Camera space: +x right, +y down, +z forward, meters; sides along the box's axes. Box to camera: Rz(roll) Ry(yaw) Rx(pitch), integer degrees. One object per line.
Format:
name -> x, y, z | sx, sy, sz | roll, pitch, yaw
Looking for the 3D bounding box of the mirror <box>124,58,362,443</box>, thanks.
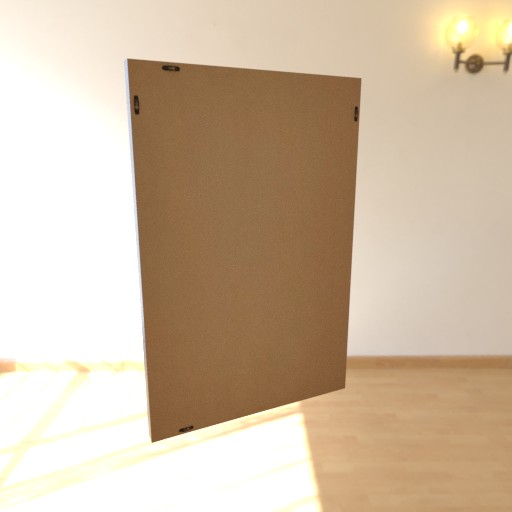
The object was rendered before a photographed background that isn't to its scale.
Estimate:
mirror -> 0.000, 0.000, 1.170 | 0.609, 0.915, 0.040 | -7, 15, -25
